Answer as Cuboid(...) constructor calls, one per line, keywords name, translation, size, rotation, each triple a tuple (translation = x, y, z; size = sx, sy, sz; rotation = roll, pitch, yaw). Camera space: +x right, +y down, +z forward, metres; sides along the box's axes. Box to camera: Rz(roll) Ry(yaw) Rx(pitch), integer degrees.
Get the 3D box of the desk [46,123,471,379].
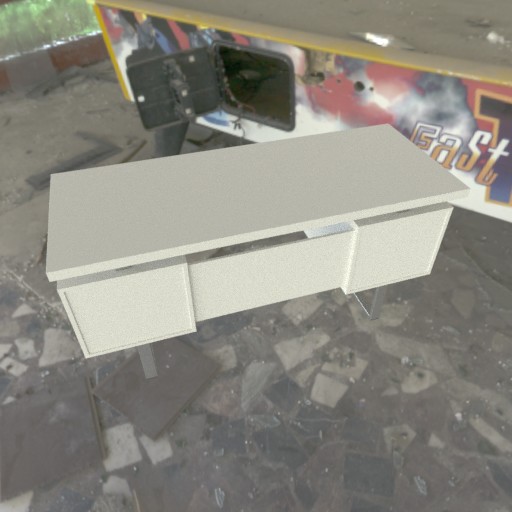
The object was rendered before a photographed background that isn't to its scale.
Cuboid(name="desk", translation=(0.000, 0.000, 1.982), size=(1.530, 0.773, 0.603), rotation=(-12, 43, -13))
